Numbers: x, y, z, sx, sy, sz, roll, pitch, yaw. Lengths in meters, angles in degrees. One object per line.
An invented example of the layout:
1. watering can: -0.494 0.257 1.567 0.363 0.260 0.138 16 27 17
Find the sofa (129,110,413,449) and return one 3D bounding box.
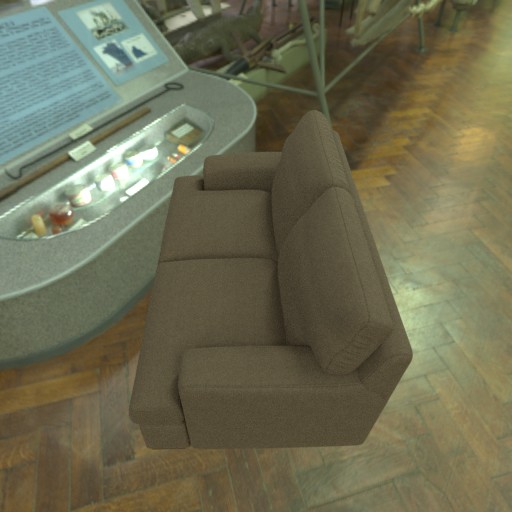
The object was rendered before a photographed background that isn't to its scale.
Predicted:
1. sofa: 0.000 0.000 2.483 1.140 0.950 1.869 -1 43 -1
